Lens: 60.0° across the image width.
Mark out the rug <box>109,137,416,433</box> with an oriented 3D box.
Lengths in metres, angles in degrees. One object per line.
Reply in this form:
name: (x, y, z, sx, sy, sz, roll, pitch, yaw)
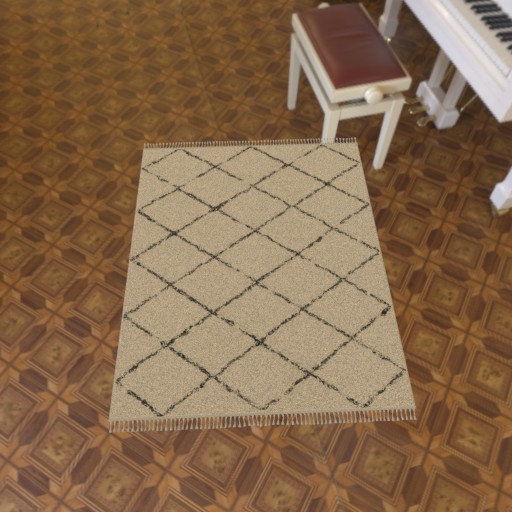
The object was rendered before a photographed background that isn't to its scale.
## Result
rug: (0.000, 0.000, 4.178, 2.380, 0.013, 3.051, -2, 58, -1)
